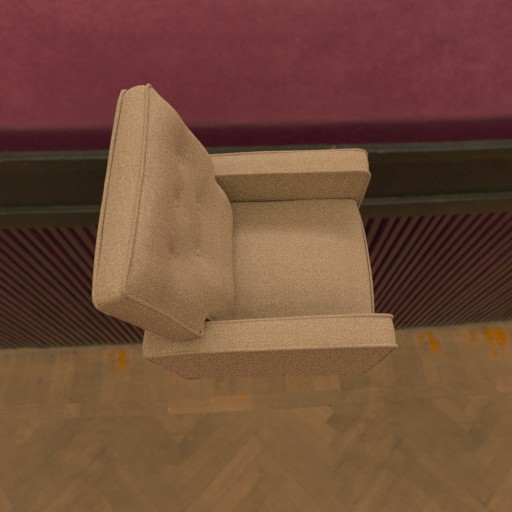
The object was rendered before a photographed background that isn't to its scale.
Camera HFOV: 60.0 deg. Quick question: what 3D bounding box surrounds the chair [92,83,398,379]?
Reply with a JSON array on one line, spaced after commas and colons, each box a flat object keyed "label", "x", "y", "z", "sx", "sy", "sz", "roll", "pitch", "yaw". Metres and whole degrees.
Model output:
[{"label": "chair", "x": 0.000, "y": 0.000, "z": 1.379, "sx": 0.754, "sy": 0.888, "sz": 0.648, "roll": -1, "pitch": 65, "yaw": -1}]
